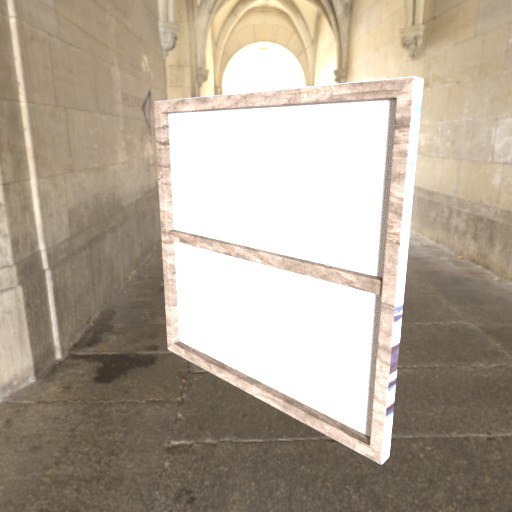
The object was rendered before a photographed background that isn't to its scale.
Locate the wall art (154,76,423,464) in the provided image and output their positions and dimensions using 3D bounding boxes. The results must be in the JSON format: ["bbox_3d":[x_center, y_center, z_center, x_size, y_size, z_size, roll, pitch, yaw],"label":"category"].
[{"bbox_3d":[0.000,0.000,1.074,0.747,0.747,0.035,14,20,42],"label":"wall art"}]
